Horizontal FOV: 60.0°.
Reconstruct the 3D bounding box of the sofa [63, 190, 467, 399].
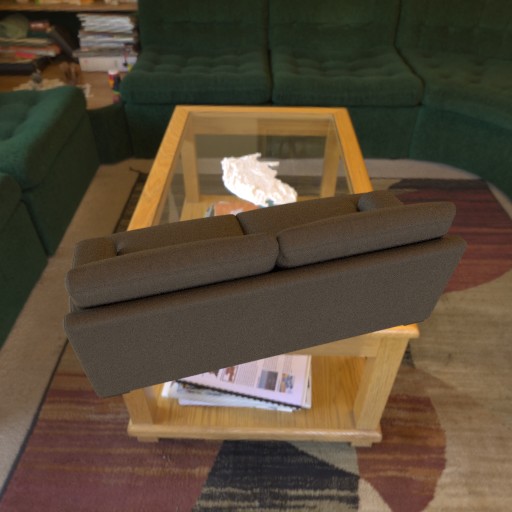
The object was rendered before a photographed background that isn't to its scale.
[{"bbox_3d":[0.000,0.000,2.882,2.271,0.950,1.140,-11,42,-12],"label":"sofa"}]
